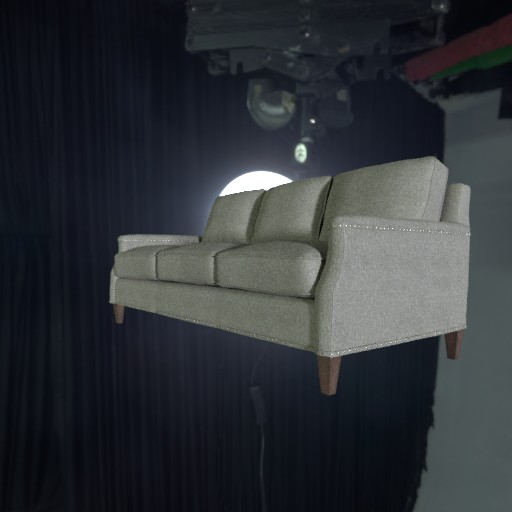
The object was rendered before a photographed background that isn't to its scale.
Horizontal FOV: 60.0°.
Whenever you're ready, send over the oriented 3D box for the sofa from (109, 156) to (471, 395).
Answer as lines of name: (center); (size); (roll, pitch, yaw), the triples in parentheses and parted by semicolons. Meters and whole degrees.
sofa: (0.000, 0.000, 2.756); (1.084, 1.003, 2.246); (0, 0, -38)
